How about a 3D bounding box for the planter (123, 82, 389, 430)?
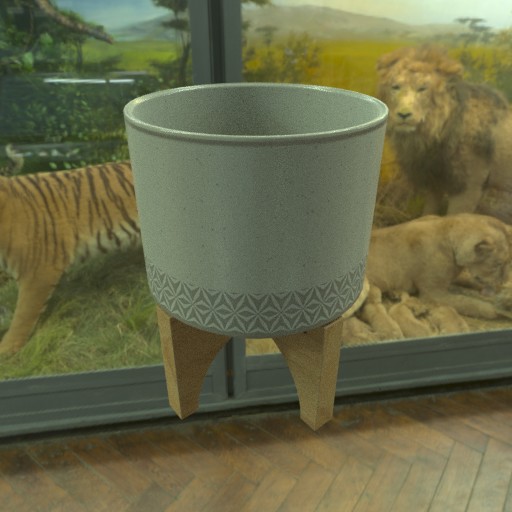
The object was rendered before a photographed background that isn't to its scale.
[{"bbox_3d":[0.000,0.000,0.267,0.130,0.178,0.130,0,30,0],"label":"planter"}]
